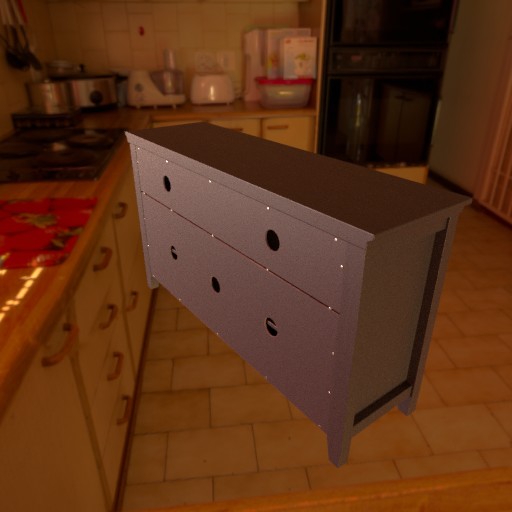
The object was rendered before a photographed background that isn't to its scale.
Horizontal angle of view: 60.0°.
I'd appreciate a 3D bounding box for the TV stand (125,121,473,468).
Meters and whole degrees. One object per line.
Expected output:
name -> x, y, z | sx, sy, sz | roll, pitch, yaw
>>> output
TV stand -> 0.000, 0.000, 1.502 | 0.347, 0.681, 1.198 | -19, 33, -32
